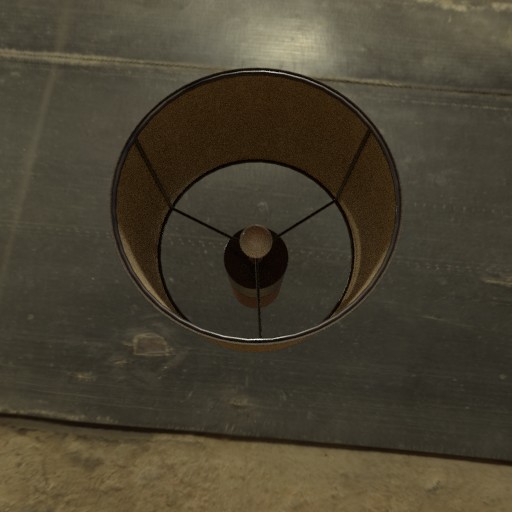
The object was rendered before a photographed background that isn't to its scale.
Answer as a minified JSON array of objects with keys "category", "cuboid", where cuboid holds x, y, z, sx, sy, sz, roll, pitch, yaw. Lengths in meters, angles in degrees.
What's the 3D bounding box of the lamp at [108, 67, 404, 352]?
[{"category":"lamp","cuboid":[0.000,0.000,0.473,0.202,0.350,0.202,0,76,0]}]
